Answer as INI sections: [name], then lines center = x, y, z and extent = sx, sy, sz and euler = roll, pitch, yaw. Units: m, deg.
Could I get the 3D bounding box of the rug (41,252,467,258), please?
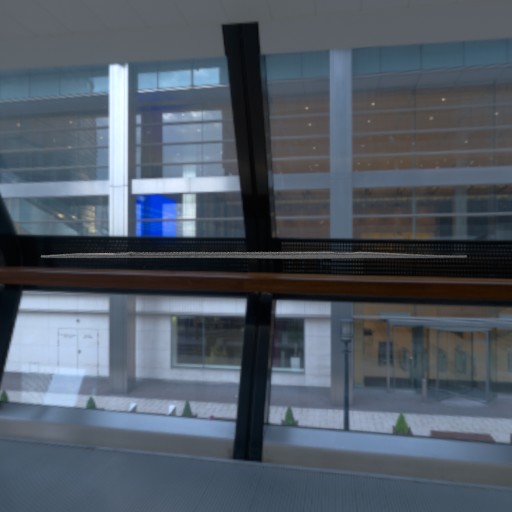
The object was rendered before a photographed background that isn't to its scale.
[rug]
center = 0.000, 0.000, 2.912
extent = 2.307, 0.030, 1.604
euler = 0, -1, -36
